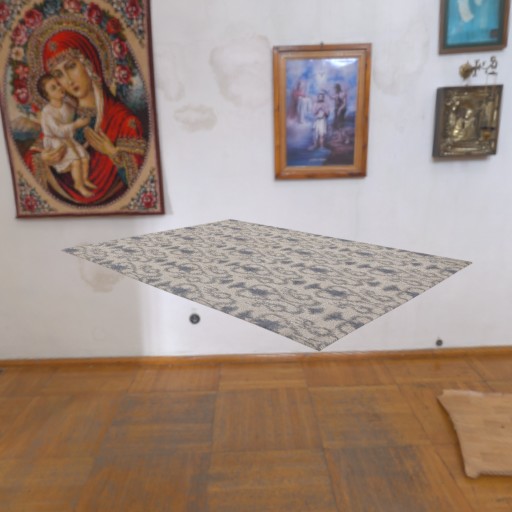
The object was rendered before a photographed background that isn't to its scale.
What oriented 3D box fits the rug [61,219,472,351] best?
[{"bbox_3d":[0.000,0.000,3.010,2.261,0.013,1.676,14,20,42],"label":"rug"}]
